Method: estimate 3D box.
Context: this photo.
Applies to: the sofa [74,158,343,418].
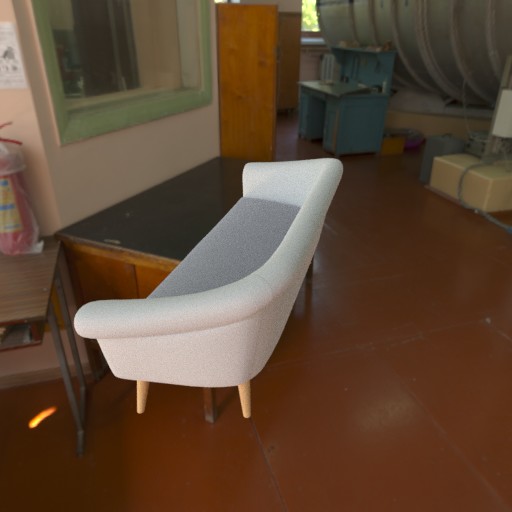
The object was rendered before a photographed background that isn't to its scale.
[{"bbox_3d":[0.000,0.000,2.545,0.827,0.795,2.160,8,28,15],"label":"sofa"}]
